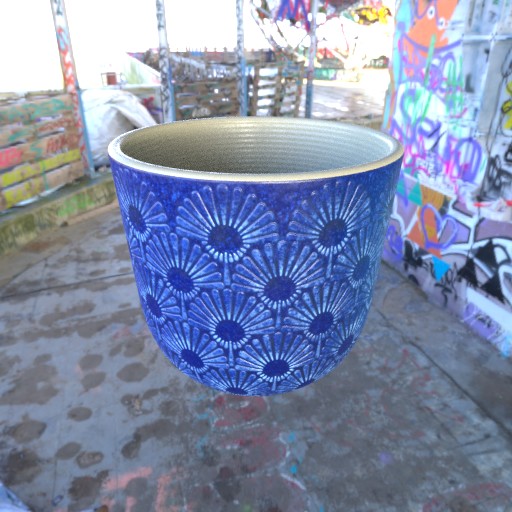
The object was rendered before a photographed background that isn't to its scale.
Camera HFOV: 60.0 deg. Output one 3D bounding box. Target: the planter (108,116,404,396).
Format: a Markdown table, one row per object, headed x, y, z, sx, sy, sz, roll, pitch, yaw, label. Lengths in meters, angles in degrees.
| x | y | z | sx | sy | sz | roll | pitch | yaw | label |
| --- | --- | --- | --- | --- | --- | --- | --- | --- | --- |
| 0.000 | 0.000 | 0.362 | 0.206 | 0.190 | 0.206 | 0 | 26 | 0 | planter |
